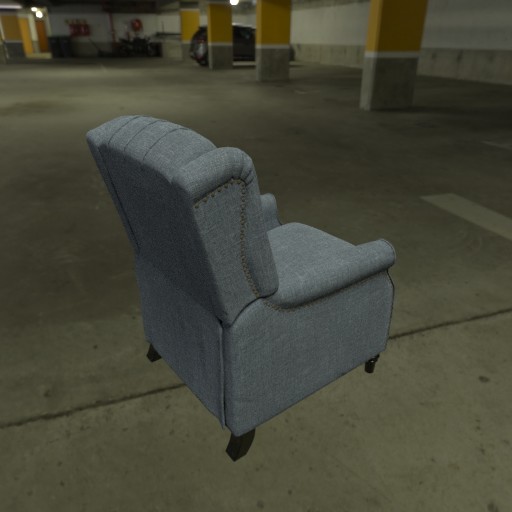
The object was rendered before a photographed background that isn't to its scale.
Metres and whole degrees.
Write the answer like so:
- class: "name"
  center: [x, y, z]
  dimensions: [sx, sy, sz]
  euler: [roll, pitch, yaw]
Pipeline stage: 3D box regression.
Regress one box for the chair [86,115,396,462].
- class: "chair"
  center: [0.000, 0.000, 1.627]
  dimensions: [0.898, 1.035, 0.742]
  euler: [-19, 32, -33]
